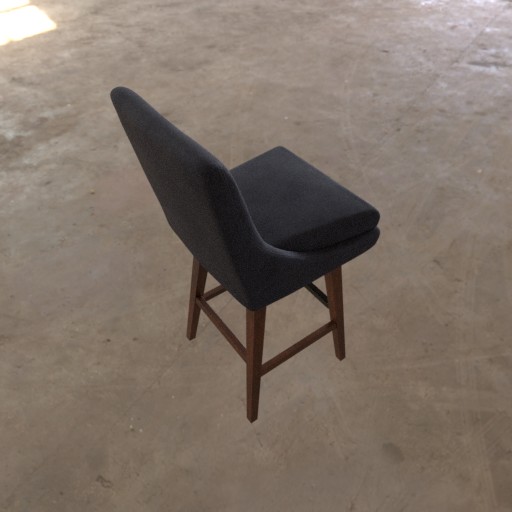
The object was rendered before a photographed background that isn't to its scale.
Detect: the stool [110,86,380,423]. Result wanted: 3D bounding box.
[{"bbox_3d":[0.000,0.000,1.388,0.572,1.068,0.489,-27,50,-25],"label":"stool"}]
